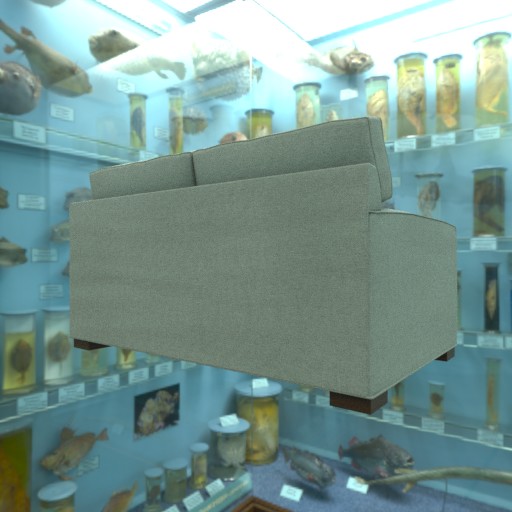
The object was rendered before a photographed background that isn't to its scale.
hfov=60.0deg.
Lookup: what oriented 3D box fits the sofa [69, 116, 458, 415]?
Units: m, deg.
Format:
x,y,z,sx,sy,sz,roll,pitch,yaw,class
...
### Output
x,y,z,sx,sy,sz,roll,pitch,yaw,class
0.000,0.000,1.984,1.484,0.853,0.940,0,0,37,sofa
